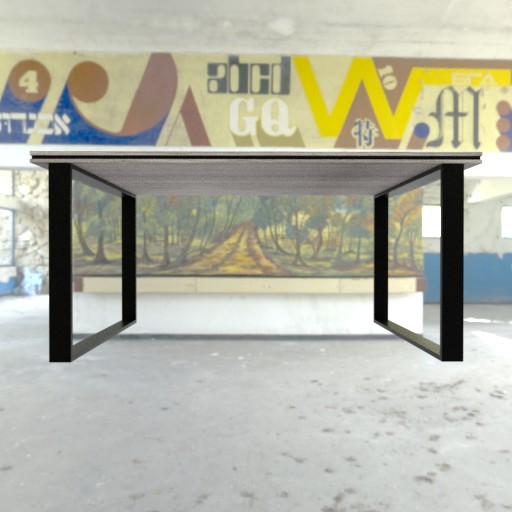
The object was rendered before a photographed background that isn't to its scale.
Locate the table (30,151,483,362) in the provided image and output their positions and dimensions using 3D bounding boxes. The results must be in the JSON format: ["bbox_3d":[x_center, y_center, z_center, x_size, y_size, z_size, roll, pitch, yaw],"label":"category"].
[{"bbox_3d":[0.000,0.000,1.988,1.579,0.736,0.881,0,0,0],"label":"table"}]
